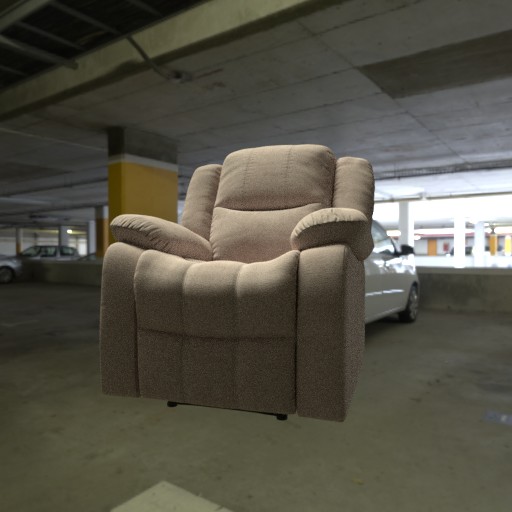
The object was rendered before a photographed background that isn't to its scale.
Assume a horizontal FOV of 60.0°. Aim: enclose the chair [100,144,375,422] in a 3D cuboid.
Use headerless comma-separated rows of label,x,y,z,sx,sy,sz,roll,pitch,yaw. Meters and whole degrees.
chair,0.000,0.000,1.750,0.899,1.008,0.944,0,1,18
